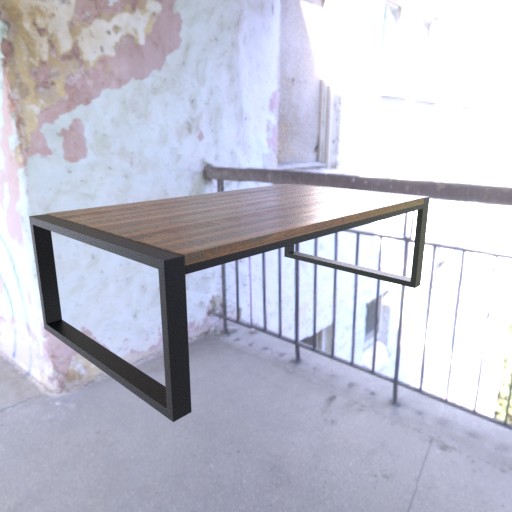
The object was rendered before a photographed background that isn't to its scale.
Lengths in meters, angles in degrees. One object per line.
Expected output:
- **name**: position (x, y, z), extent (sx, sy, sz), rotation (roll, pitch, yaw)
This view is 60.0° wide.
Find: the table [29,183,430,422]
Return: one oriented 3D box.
- **table**: position (0.000, 0.000, 1.712), extent (0.750, 0.400, 1.350), rotation (14, 21, 42)
